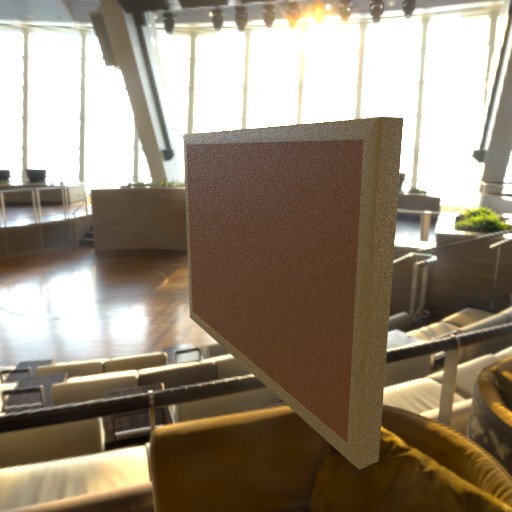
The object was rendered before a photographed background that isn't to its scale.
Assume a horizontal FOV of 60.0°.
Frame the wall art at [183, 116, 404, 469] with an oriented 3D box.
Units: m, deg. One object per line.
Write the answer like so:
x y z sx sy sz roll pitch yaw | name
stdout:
0.000 0.000 0.689 0.032 0.381 0.533 -7 15 -28 | wall art
